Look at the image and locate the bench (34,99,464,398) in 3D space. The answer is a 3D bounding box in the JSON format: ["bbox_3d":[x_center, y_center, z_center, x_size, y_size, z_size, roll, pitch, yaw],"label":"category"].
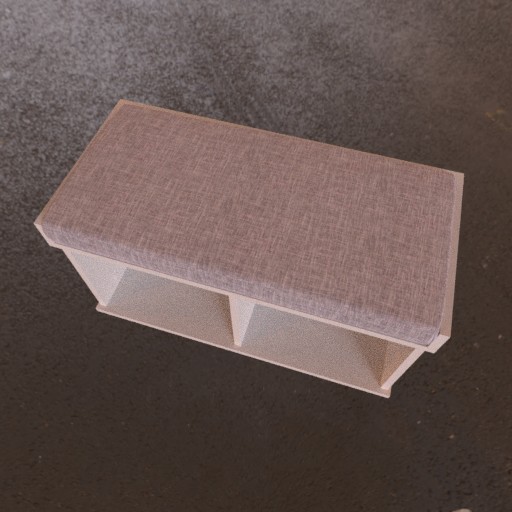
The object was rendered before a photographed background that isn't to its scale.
[{"bbox_3d":[0.000,0.000,0.999,0.734,0.461,0.362,15,60,9],"label":"bench"}]
